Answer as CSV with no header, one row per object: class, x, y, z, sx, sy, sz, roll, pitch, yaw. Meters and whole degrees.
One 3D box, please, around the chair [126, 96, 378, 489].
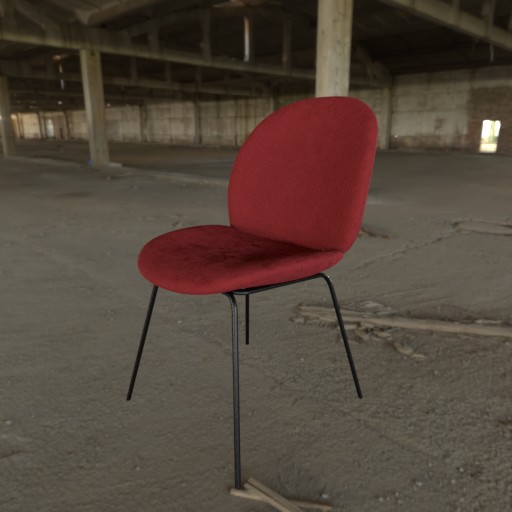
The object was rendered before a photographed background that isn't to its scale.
chair,0.000,0.000,1.130,0.458,0.791,0.587,15,22,42
